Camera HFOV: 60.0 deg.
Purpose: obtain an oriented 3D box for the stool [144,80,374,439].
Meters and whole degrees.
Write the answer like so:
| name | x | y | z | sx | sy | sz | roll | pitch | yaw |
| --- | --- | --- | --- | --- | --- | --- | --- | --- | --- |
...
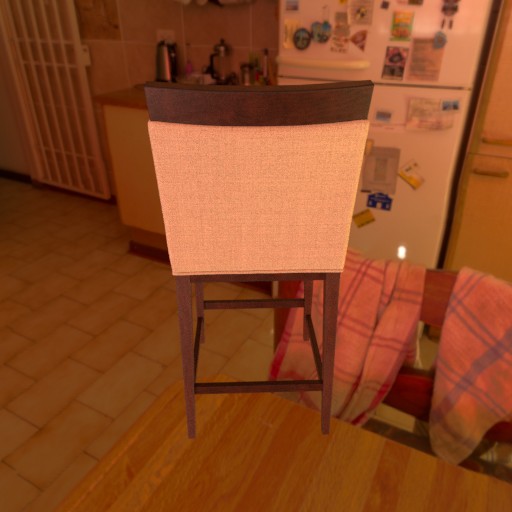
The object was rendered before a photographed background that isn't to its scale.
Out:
| name | x | y | z | sx | sy | sz | roll | pitch | yaw |
| --- | --- | --- | --- | --- | --- | --- | --- | --- | --- |
| stool | 0.000 | 0.000 | 1.291 | 0.463 | 1.011 | 0.480 | -1 | 30 | -2 |
